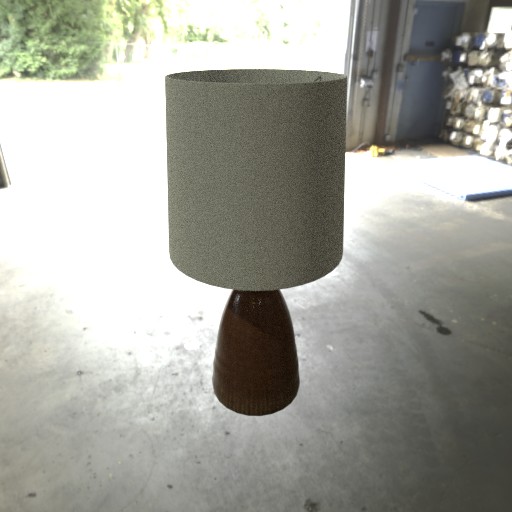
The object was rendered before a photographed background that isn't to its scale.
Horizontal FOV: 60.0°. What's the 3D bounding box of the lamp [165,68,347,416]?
[{"bbox_3d":[0.000,0.000,0.486,0.186,0.369,0.186,0,27,0],"label":"lamp"}]
